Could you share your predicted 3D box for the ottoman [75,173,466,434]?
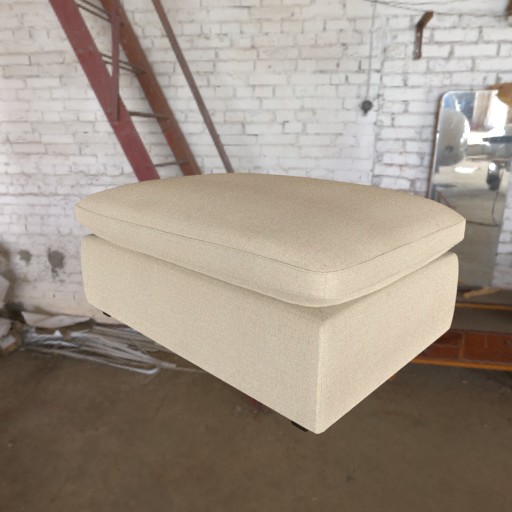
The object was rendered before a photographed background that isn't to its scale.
[{"bbox_3d":[0.000,0.000,1.324,0.984,0.453,0.686,16,23,42],"label":"ottoman"}]
